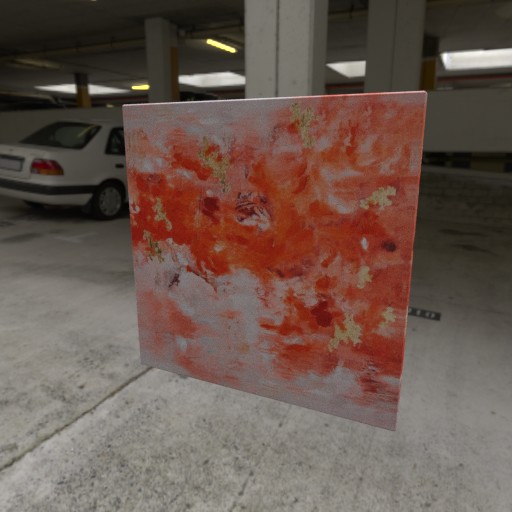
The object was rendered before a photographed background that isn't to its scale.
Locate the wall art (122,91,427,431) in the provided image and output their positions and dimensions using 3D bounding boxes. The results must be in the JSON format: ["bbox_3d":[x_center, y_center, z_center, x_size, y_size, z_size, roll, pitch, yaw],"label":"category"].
[{"bbox_3d":[0.000,0.000,1.119,0.747,0.746,0.064,7,16,25],"label":"wall art"}]
